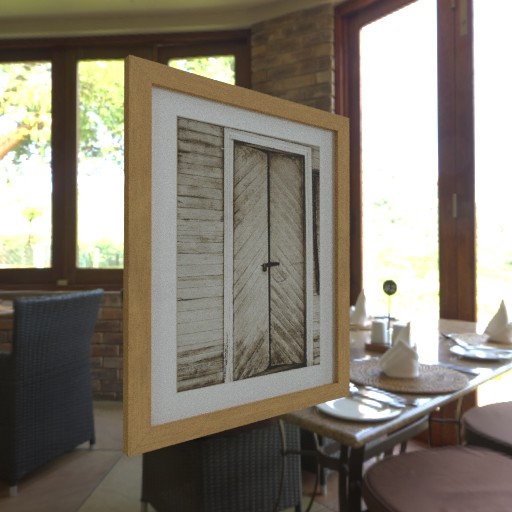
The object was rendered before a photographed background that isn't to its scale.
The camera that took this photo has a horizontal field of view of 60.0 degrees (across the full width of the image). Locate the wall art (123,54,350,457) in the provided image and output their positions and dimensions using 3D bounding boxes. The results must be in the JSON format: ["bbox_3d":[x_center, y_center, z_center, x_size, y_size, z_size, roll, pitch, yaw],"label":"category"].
[{"bbox_3d":[0.000,0.000,0.764,0.460,0.561,0.020,0,-1,-37],"label":"wall art"}]
